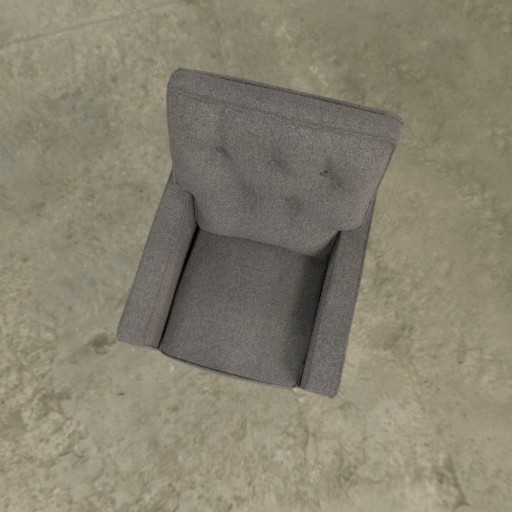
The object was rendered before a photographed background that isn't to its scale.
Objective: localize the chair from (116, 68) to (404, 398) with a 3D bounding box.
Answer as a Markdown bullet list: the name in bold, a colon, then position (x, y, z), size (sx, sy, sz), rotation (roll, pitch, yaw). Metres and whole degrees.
- **chair**: position (0.000, 0.000, 1.414), size (0.650, 0.889, 0.775), rotation (14, 76, 3)
